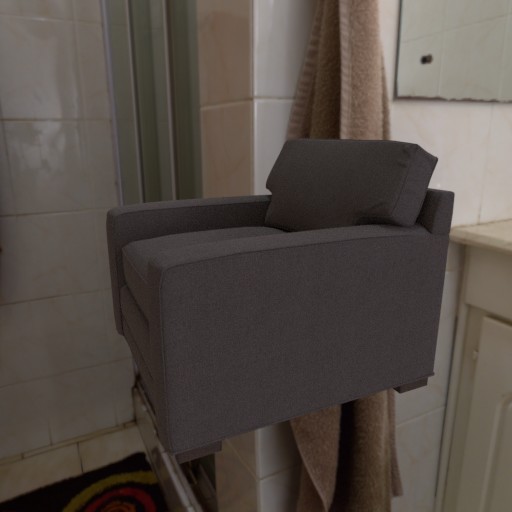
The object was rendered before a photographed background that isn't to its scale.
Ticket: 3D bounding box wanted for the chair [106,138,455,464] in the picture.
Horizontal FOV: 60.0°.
[{"bbox_3d":[0.000,0.000,1.794,1.043,0.913,0.997,-7,17,-24],"label":"chair"}]
